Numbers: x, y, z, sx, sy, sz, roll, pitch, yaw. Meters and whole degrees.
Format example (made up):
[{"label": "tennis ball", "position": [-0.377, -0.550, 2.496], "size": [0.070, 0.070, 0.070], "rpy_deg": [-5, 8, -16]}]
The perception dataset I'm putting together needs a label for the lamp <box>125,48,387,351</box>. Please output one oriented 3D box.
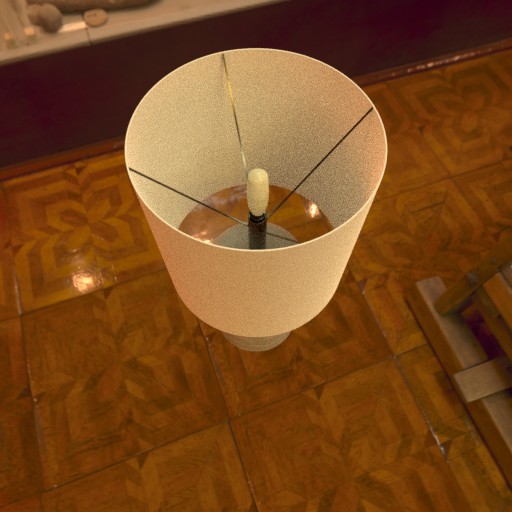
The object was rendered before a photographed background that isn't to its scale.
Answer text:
[{"label": "lamp", "position": [0.000, 0.000, 0.536], "size": [0.206, 0.416, 0.206], "rpy_deg": [-16, 64, -8]}]
